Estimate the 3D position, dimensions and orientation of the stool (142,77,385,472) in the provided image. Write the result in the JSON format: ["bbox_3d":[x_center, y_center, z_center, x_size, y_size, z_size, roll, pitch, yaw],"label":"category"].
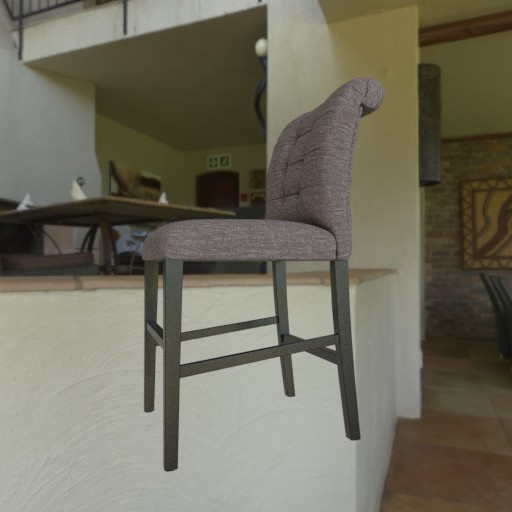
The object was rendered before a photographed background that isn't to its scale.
[{"bbox_3d":[0.000,0.000,1.296,0.611,0.970,0.457,0,-1,-20],"label":"stool"}]
